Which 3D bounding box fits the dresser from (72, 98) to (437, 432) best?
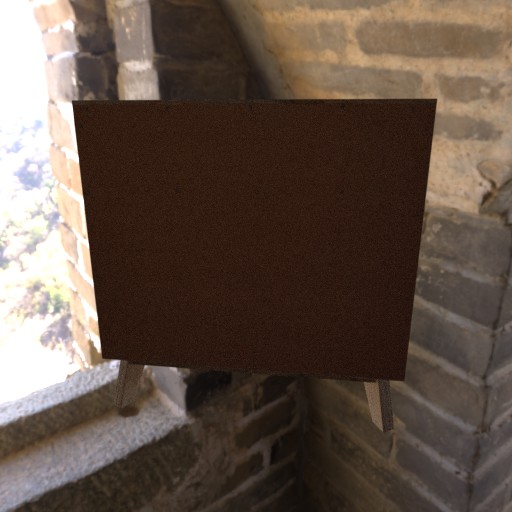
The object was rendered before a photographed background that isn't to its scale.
[{"bbox_3d":[0.000,0.000,1.566,0.998,1.029,0.455,2,18,7],"label":"dresser"}]
